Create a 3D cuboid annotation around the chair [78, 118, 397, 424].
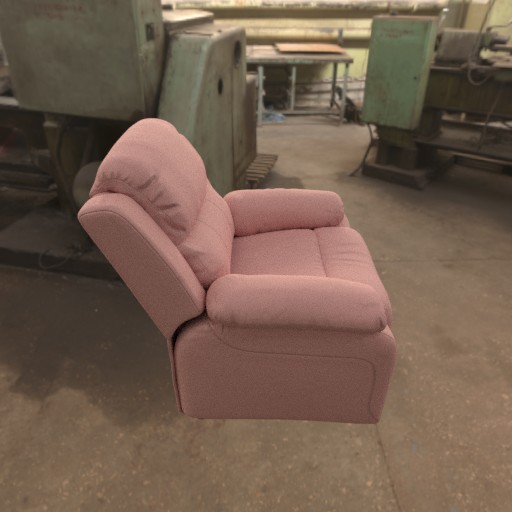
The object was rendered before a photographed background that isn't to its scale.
[{"bbox_3d":[0.000,0.000,1.242,0.709,0.702,0.680,0,31,0],"label":"chair"}]
